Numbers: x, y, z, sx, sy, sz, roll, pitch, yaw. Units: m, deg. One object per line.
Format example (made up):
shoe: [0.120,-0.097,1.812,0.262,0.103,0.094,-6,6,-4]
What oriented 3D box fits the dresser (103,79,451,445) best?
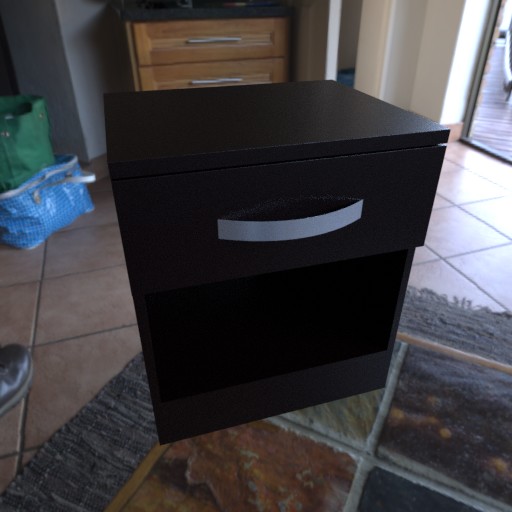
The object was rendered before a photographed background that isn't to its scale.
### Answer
dresser: [0.000,0.000,0.735,0.400,0.470,0.360,-9,33,-14]
